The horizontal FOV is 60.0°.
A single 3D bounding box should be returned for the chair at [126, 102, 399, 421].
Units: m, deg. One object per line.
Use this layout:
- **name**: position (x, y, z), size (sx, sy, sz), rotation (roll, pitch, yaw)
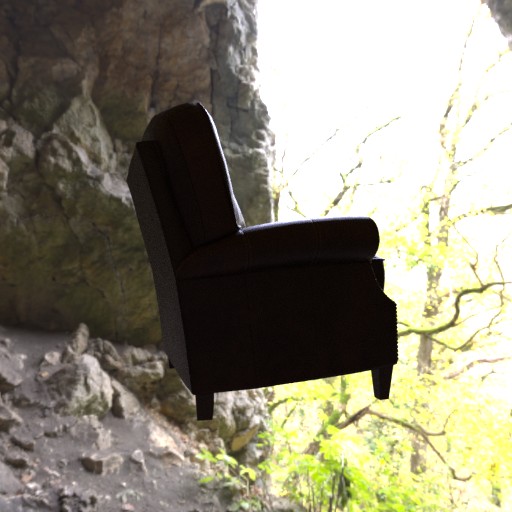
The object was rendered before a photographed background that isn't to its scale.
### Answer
- **chair**: position (0.000, 0.000, 1.798), size (0.986, 1.018, 0.936), rotation (0, 0, -19)
